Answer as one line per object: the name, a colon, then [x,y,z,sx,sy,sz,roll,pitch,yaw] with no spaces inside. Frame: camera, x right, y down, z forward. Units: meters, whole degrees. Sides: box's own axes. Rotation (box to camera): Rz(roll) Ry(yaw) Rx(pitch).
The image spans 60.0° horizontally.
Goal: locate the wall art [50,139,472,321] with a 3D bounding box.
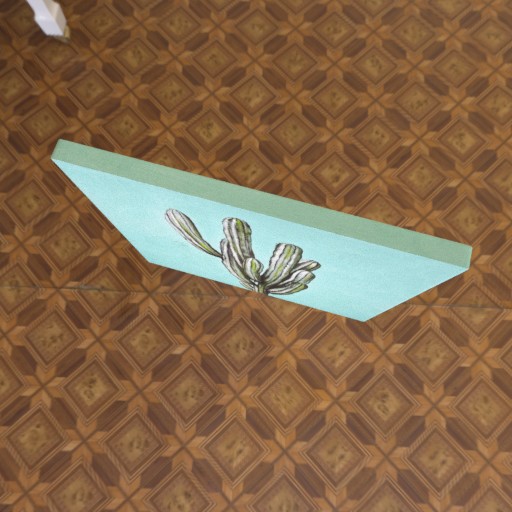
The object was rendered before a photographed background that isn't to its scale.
wall art: [0.000,0.000,1.614,1.071,1.073,0.070,15,75,4]
